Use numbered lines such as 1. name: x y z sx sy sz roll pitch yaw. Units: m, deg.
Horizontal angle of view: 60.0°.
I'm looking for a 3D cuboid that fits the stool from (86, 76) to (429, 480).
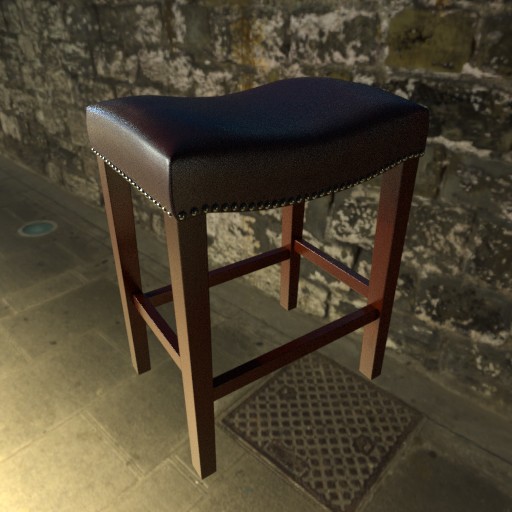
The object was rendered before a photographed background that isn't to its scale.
1. stool: 0.000 0.000 0.929 0.504 0.657 0.372 -19 35 -29
